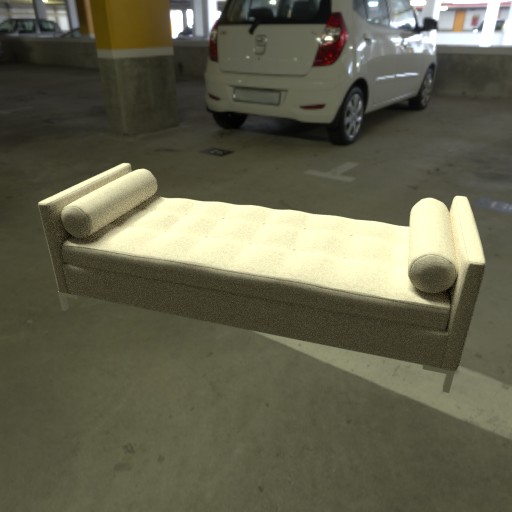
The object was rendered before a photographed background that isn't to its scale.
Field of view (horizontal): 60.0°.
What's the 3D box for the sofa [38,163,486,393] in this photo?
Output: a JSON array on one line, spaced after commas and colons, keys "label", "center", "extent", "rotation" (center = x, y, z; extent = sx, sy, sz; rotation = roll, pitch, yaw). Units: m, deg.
[{"label": "sofa", "center": [0.000, 0.000, 2.418], "extent": [2.102, 0.655, 0.797], "rotation": [9, 29, 16]}]
